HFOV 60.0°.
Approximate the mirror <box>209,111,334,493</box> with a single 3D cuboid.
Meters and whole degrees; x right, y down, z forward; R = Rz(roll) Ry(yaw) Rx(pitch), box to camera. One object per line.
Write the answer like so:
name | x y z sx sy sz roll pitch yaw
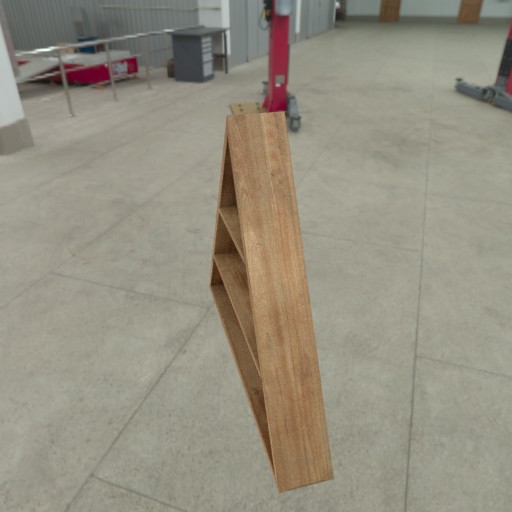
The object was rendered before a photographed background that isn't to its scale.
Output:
mirror | 0.000 0.000 0.870 0.100 0.548 0.631 -8 32 -14
